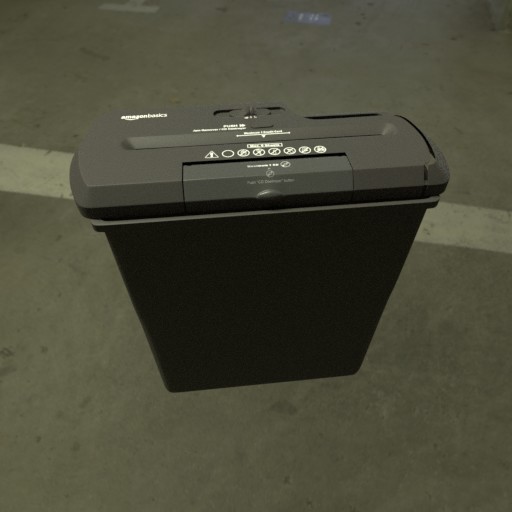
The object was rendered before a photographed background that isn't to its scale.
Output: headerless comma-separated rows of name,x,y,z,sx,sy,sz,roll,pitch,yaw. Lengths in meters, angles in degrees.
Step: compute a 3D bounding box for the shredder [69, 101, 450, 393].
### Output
shredder,0.000,0.000,0.508,0.320,0.335,0.170,-4,47,-4
